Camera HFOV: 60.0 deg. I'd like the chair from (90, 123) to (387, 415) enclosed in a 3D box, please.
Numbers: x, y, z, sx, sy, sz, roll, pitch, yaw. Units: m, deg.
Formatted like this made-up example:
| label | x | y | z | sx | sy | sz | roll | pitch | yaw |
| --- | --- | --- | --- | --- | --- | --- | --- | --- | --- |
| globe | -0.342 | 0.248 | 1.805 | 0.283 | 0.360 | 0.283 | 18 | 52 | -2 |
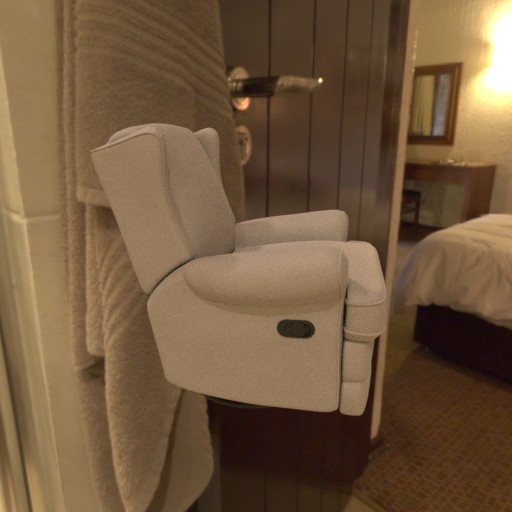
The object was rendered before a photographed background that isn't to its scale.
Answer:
| label | x | y | z | sx | sy | sz | roll | pitch | yaw |
| --- | --- | --- | --- | --- | --- | --- | --- | --- | --- |
| chair | 0.000 | 0.000 | 1.761 | 0.969 | 1.011 | 0.847 | 3 | 16 | 11 |
